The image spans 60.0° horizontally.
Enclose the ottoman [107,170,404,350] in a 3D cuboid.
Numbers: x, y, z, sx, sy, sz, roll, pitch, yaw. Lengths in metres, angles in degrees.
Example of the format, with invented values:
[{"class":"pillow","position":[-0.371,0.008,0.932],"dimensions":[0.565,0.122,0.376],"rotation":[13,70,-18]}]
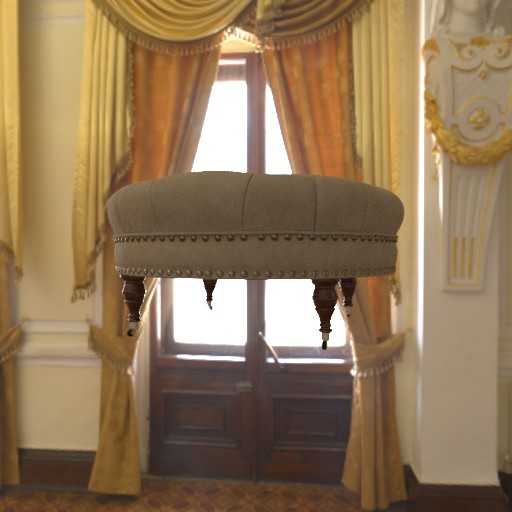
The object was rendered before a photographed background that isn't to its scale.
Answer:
[{"class":"ottoman","position":[0.000,0.000,1.405],"dimensions":[0.901,0.439,0.901],"rotation":[0,1,0]}]
